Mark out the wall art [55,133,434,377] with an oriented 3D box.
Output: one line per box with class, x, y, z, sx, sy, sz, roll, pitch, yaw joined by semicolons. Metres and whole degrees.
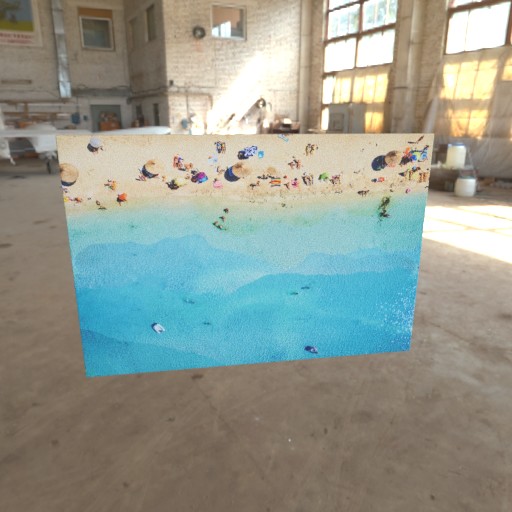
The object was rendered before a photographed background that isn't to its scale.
wall art;0.000;0.000;1.447;1.136;0.769;0.040;-3;17;-9
